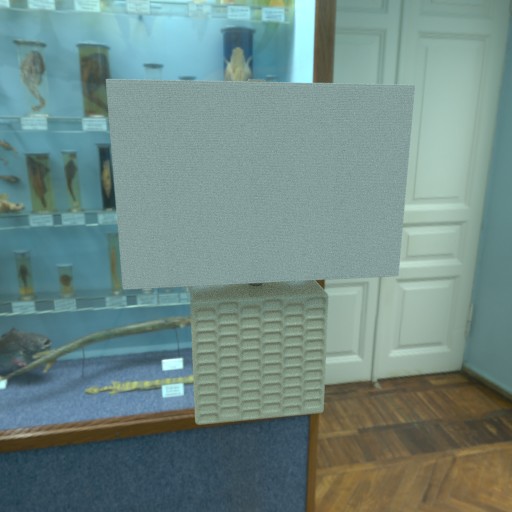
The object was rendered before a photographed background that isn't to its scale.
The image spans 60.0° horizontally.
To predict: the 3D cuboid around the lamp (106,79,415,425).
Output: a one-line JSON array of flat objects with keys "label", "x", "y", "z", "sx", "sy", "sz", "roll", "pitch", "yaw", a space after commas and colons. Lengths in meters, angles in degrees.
[{"label": "lamp", "x": 0.000, "y": 0.000, "z": 0.694, "sx": 0.380, "sy": 0.515, "sz": 0.200, "roll": -2, "pitch": 15, "yaw": -9}]
